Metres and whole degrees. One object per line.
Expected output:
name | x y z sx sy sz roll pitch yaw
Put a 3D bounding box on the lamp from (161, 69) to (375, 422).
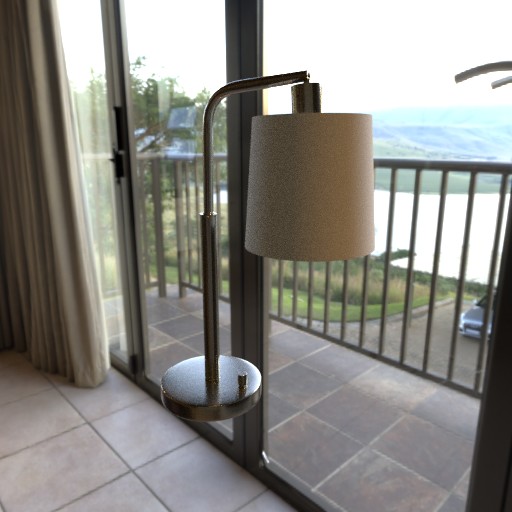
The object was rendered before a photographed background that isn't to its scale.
lamp | 0.000 0.000 0.637 0.333 0.489 0.171 8 16 28
